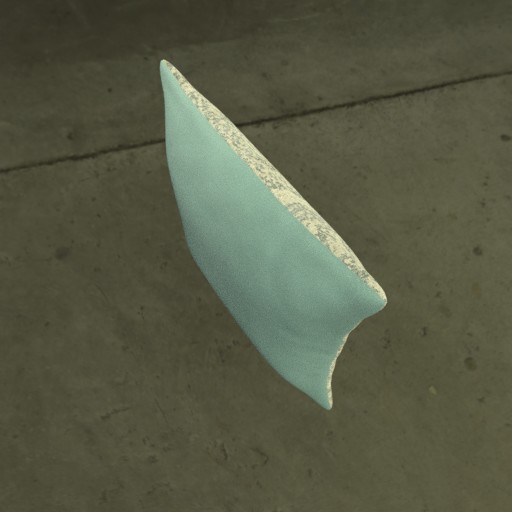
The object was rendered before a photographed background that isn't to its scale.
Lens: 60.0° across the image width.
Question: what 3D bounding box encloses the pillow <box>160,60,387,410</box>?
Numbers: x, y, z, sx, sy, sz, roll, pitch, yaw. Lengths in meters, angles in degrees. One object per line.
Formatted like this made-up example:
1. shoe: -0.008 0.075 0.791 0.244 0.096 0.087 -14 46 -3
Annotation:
1. pillow: 0.000 0.000 0.812 0.166 0.507 0.526 -30 62 -17
